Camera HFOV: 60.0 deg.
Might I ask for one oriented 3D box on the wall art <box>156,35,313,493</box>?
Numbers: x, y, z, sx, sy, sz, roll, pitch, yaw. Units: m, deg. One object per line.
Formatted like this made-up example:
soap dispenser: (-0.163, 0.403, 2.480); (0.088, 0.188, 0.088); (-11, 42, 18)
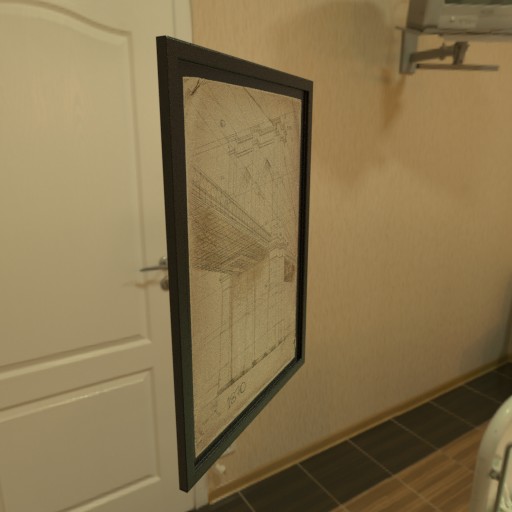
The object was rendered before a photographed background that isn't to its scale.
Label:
wall art: (0.000, 0.000, 0.820); (0.016, 0.657, 0.480); (8, 16, 28)
